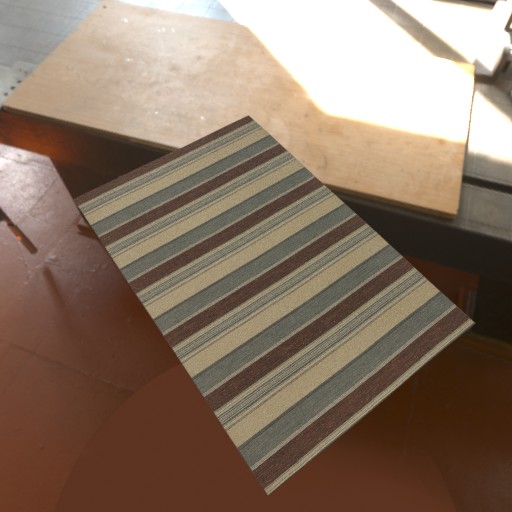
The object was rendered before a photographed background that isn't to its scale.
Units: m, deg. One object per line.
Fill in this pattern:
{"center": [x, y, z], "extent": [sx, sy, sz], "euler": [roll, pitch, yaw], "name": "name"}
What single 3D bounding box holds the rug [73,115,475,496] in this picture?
{"center": [0.000, 0.000, 2.289], "extent": [1.219, 0.008, 1.829], "euler": [-31, 62, -19], "name": "rug"}
